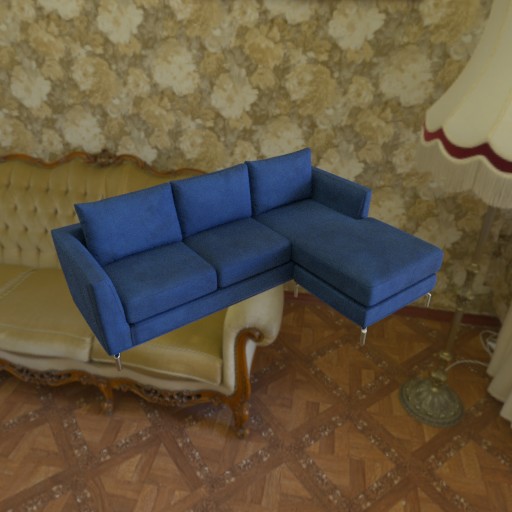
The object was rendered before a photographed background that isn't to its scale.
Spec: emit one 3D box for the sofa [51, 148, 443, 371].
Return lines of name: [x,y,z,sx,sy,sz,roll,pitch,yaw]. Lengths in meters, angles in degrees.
sofa: [0.000,0.000,3.319,2.438,0.987,1.622,-20,36,-31]
